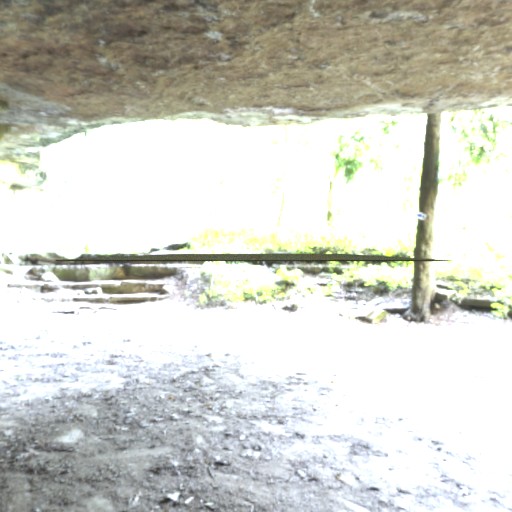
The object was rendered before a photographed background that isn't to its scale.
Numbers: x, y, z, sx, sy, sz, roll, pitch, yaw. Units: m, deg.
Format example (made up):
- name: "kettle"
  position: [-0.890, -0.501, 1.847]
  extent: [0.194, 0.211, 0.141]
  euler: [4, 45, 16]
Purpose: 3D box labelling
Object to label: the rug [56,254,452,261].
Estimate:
- name: "rug"
  position: [0.000, 0.000, 2.265]
  extent: [1.217, 0.005, 1.818]
  euler: [0, 1, 1]
